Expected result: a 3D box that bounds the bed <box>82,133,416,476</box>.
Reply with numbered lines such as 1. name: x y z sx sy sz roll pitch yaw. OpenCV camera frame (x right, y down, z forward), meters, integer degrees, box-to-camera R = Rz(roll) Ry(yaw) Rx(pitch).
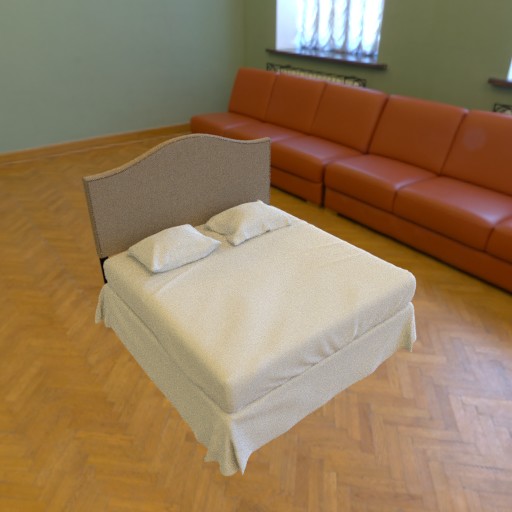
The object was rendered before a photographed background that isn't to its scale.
1. bed: 0.000 0.000 3.792 2.311 1.651 2.222 -22 37 -33
